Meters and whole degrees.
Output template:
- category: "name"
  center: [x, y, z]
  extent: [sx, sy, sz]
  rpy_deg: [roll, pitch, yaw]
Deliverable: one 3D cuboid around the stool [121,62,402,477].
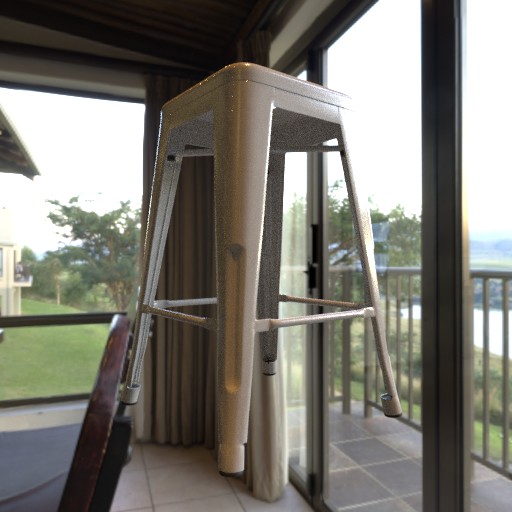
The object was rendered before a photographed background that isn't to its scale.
- category: "stool"
  center: [0.000, 0.000, 0.879]
  extent: [0.406, 0.610, 0.406]
  rpy_deg: [0, 0, -37]
